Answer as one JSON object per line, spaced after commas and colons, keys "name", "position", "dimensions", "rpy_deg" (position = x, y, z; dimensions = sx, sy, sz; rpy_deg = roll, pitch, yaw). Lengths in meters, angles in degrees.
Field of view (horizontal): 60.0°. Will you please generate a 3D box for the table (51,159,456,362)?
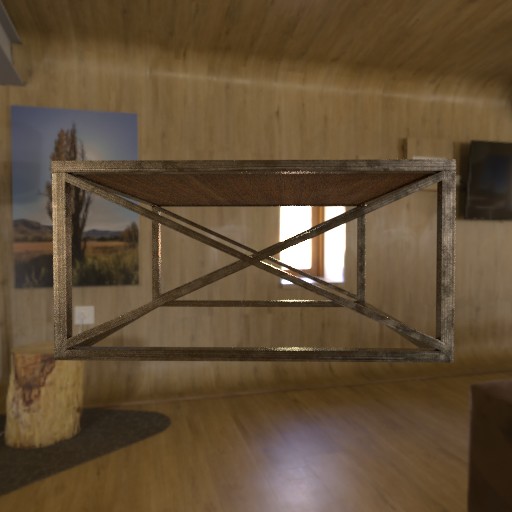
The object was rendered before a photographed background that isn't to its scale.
{"name": "table", "position": [0.000, 0.000, 1.444], "dimensions": [0.899, 0.451, 0.909], "rpy_deg": [0, 1, 1]}
